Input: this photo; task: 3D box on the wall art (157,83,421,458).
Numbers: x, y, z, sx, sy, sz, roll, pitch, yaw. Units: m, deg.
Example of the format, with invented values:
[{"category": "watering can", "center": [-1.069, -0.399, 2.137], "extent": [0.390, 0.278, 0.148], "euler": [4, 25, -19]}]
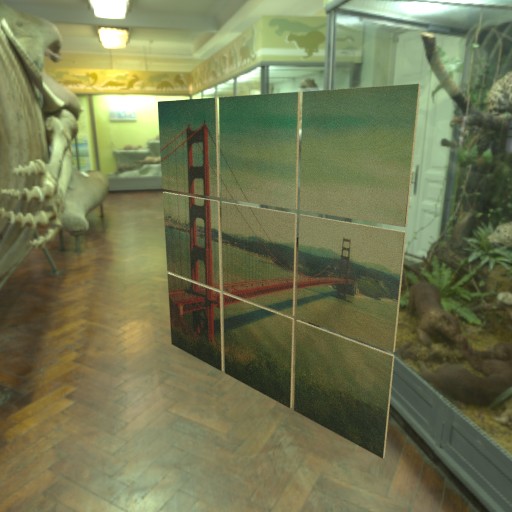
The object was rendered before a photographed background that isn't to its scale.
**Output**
[{"category": "wall art", "center": [0.000, 0.000, 2.200], "extent": [1.519, 1.507, 0.014], "euler": [15, 22, 42]}]
